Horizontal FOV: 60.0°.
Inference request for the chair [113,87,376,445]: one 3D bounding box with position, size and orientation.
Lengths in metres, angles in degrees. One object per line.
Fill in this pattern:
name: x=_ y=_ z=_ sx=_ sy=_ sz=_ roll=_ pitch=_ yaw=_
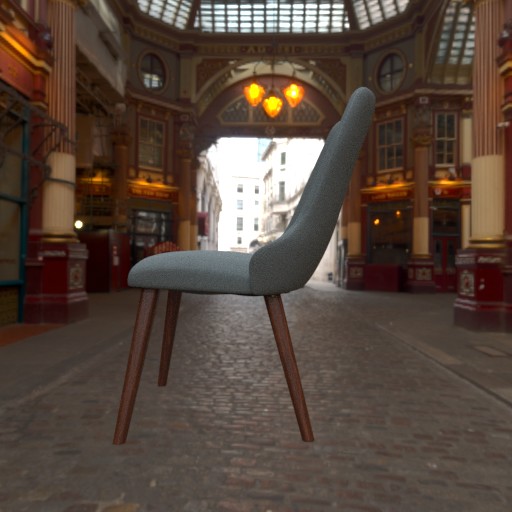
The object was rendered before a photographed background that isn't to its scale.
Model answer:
chair: x=0.000 y=0.000 z=1.338 sx=0.707 sy=0.918 sz=0.535 roll=0 pitch=0 yaw=1
